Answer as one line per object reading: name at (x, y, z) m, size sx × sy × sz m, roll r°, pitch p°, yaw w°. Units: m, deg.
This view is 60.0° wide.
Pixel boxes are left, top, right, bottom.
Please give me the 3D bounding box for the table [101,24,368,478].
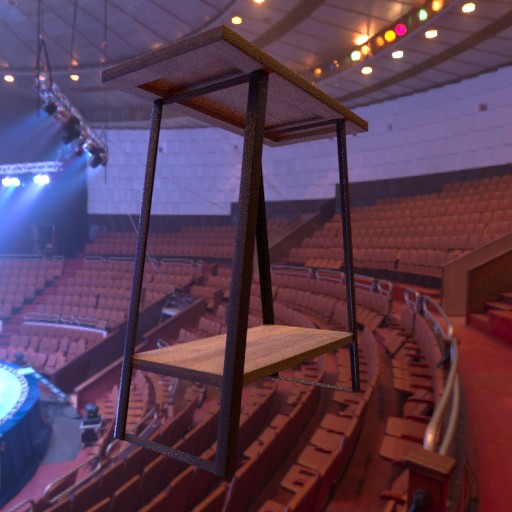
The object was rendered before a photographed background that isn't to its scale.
table at (0.000, 0.000, 0.999) m, size 0.300 × 0.701 × 0.599 m, roll 0°, pitch 0°, yaw 35°
